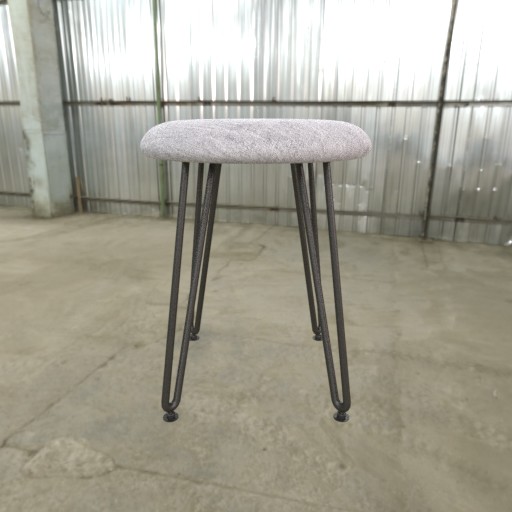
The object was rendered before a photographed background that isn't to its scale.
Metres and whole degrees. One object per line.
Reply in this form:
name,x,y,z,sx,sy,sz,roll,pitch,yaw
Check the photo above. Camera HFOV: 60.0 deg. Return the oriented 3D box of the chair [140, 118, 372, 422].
chair,0.000,0.000,0.654,0.350,0.386,0.350,-16,23,-43
